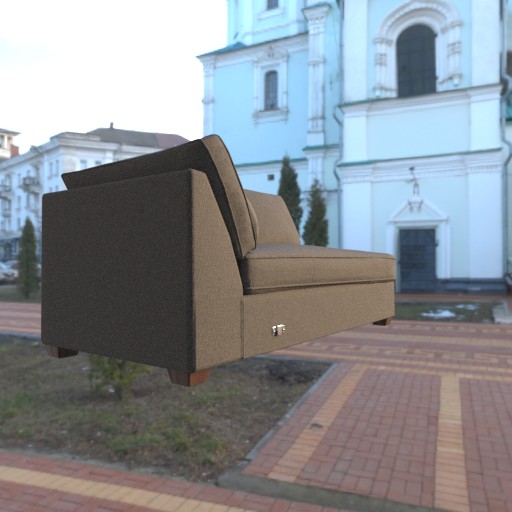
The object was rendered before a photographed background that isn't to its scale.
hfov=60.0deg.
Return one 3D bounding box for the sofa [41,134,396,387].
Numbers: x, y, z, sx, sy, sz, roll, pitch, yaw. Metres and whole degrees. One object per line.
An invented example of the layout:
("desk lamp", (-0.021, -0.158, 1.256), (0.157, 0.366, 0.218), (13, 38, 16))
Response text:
("sofa", (0.000, 0.000, 2.828), (1.110, 1.033, 2.237), (-1, -1, 36))
